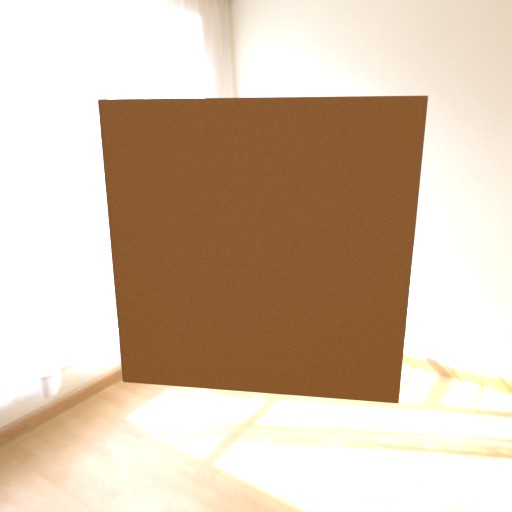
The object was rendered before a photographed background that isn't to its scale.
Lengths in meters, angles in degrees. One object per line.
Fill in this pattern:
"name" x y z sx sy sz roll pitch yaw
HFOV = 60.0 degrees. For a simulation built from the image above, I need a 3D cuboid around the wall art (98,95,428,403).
"wall art" 0.000 0.000 1.916 1.287 1.288 0.078 2 15 8
